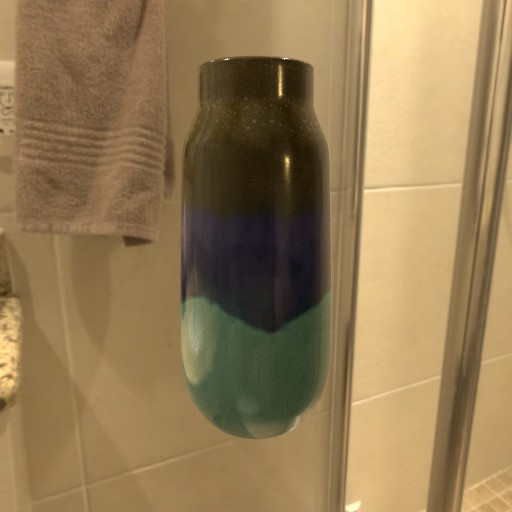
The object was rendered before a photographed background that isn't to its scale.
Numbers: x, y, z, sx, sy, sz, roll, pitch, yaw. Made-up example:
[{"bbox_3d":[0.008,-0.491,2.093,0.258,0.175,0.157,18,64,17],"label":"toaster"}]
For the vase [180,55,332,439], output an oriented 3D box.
[{"bbox_3d":[0.000,0.000,0.392,0.139,0.313,0.139,0,14,0],"label":"vase"}]
